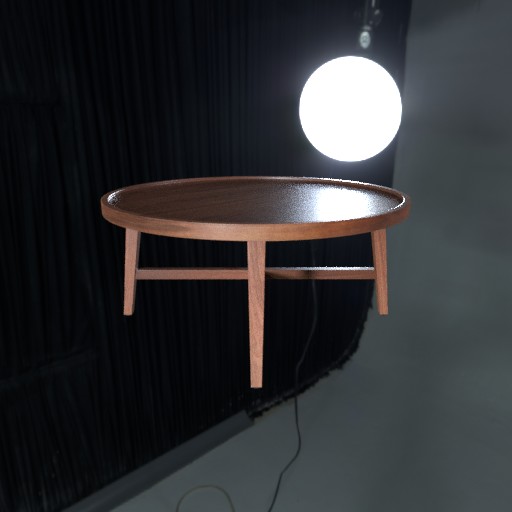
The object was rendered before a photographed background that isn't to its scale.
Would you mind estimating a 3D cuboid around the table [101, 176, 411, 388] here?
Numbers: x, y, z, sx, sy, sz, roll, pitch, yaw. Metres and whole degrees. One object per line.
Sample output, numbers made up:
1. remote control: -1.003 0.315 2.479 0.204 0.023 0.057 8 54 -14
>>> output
1. table: 0.000 0.000 1.257 0.800 0.360 0.800 0 17 0
